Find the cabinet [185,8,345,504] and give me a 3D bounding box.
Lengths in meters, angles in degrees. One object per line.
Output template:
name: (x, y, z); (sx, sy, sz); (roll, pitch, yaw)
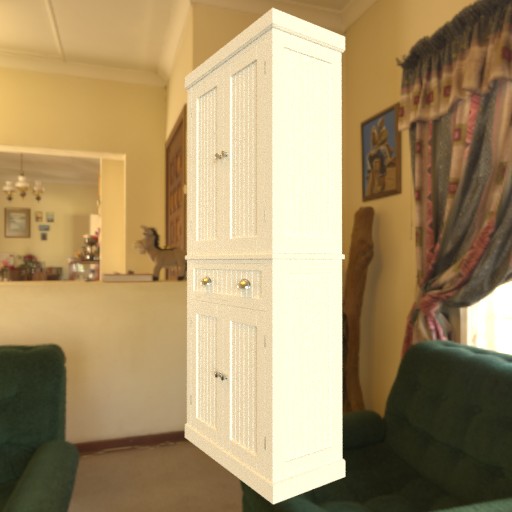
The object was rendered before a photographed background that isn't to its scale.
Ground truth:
cabinet: (0.000, 0.000, 2.044); (0.390, 1.829, 0.754); (0, -1, -34)
